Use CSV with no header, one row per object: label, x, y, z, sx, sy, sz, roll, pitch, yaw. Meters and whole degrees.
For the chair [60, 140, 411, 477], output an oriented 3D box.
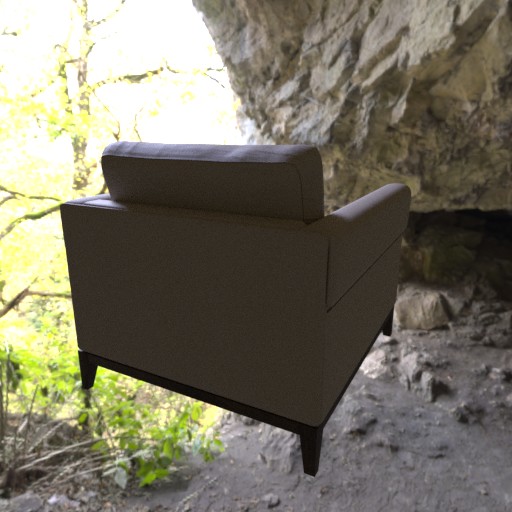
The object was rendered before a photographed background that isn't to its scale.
chair,0.000,0.000,1.642,0.914,0.838,0.959,9,19,27
